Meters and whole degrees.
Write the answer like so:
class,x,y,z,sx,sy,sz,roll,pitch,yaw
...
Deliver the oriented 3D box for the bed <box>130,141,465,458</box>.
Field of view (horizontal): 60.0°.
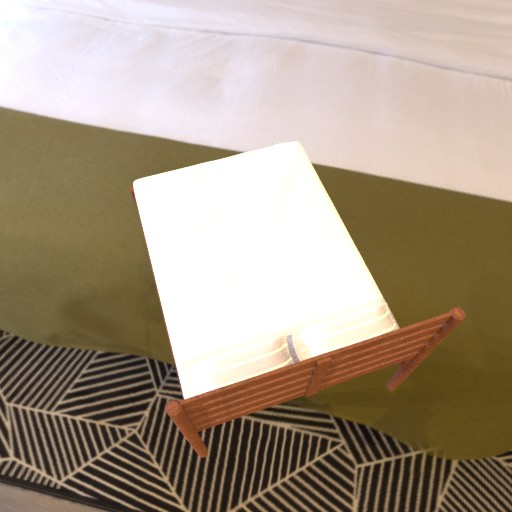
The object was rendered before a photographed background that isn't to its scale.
class,x,y,z,sx,sy,sz,roll,pitch,yaw
bed,0.000,0.000,3.128,1.509,1.304,2.093,-16,59,-10
